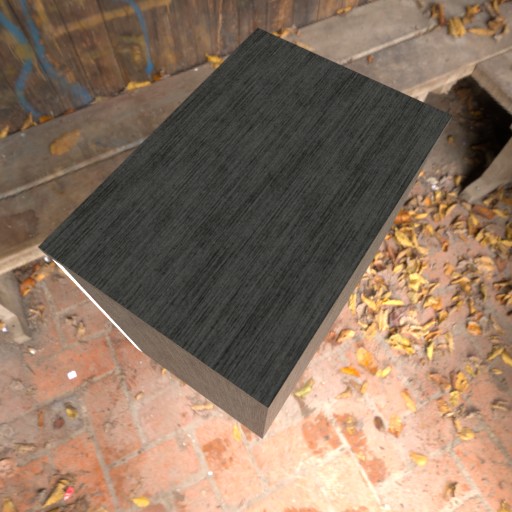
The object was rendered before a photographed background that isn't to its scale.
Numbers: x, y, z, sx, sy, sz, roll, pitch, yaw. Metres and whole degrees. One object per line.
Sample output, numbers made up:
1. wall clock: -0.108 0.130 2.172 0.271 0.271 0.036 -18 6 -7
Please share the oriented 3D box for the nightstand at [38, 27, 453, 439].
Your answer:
1. nightstand: 0.000 0.000 0.747 0.325 0.460 0.441 31 68 14
